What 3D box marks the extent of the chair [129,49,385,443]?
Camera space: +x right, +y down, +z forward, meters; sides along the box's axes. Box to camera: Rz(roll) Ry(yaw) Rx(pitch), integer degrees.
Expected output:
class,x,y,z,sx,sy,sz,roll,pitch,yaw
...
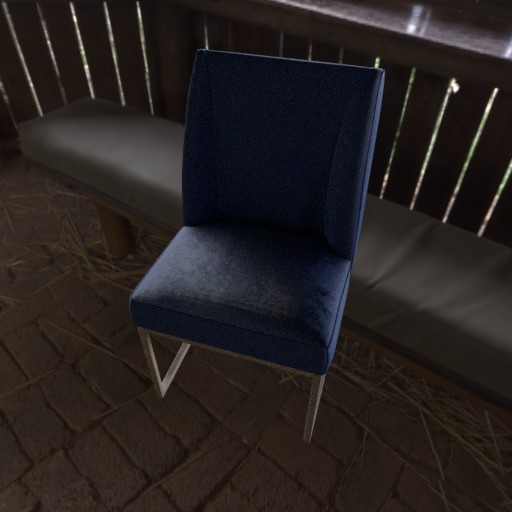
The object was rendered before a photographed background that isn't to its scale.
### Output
class,x,y,z,sx,sy,sz,roll,pitch,yaw
chair,0.000,0.000,1.182,0.508,0.863,0.522,12,44,13
